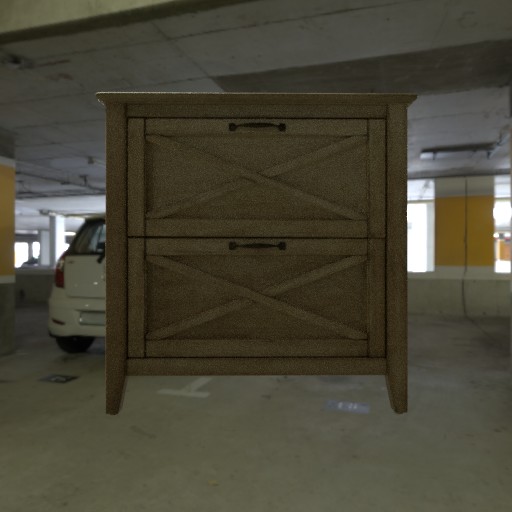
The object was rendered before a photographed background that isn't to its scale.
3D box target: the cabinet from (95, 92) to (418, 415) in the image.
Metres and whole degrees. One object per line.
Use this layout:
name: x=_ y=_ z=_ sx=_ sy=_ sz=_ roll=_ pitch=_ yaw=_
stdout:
cabinet: x=0.000 y=0.000 z=1.286 sx=0.763 sy=0.762 sz=0.503 roll=0 pitch=0 yaw=-1
